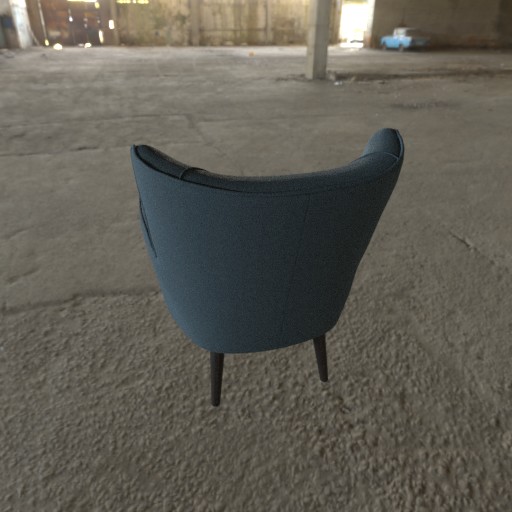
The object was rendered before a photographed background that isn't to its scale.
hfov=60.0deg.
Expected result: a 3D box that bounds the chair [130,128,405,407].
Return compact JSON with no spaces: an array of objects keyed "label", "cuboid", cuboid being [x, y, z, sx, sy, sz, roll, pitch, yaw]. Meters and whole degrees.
[{"label":"chair","cuboid":[0.000,0.000,1.597,0.781,0.933,0.888,-8,29,-15]}]
